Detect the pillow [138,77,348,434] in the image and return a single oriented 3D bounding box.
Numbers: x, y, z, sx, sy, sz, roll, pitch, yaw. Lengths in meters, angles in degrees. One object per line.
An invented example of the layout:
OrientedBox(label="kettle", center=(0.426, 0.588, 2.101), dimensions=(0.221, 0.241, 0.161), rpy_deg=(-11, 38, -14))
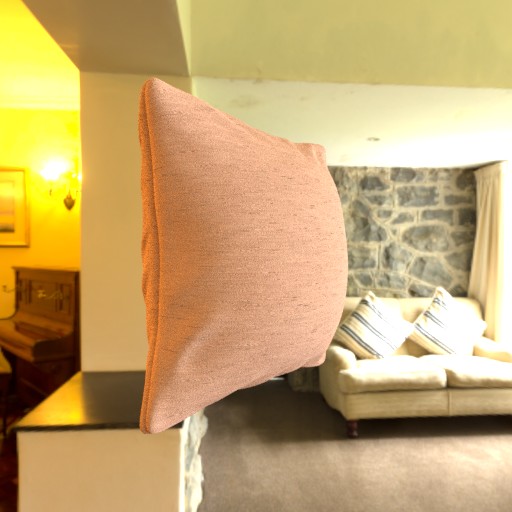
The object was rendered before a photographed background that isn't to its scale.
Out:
OrientedBox(label="pillow", center=(0.000, 0.000, 0.677), dimensions=(0.246, 0.415, 0.432), rpy_deg=(0, 1, 36))
